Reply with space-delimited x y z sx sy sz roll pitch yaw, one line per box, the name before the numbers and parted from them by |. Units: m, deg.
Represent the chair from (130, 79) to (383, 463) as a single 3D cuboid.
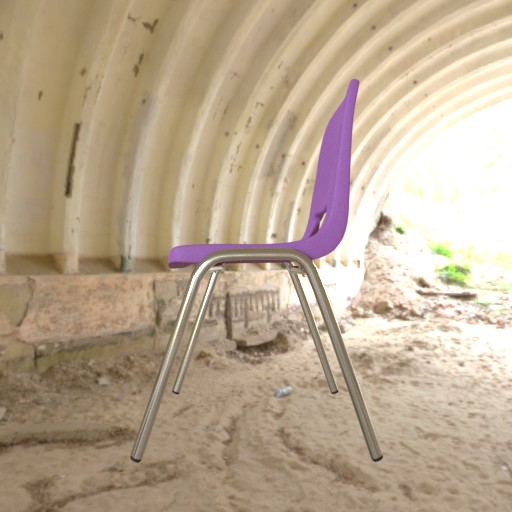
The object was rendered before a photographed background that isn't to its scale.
chair | 0.000 0.000 0.671 0.301 0.493 0.291 0 -1 0
